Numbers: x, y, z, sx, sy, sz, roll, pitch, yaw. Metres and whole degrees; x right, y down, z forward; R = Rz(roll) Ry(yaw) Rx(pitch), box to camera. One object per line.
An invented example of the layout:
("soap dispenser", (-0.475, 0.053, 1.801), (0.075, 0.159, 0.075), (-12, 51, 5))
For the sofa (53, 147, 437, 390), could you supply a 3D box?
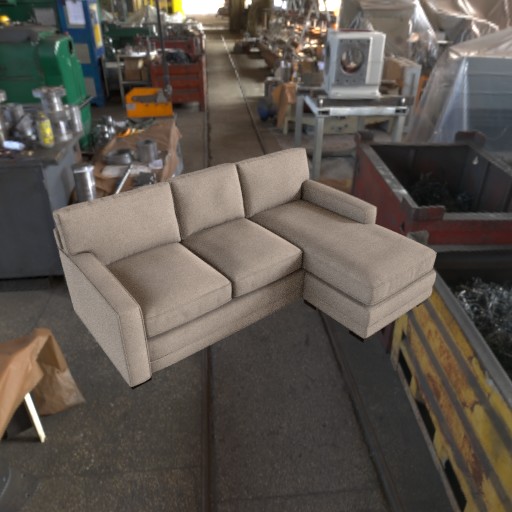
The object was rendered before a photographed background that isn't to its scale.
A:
("sofa", (0.000, 0.000, 2.963), (2.087, 0.861, 1.496), (-23, 38, -33))
